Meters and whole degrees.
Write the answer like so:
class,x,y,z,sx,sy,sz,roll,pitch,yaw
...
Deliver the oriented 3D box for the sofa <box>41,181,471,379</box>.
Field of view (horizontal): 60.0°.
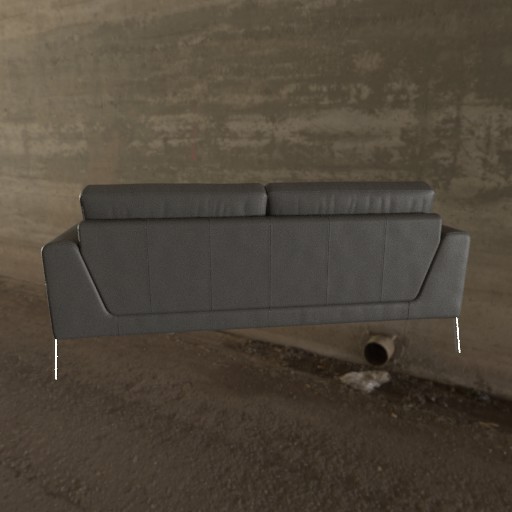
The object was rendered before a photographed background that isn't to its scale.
class,x,y,z,sx,sy,sz,roll,pitch,yaw
sofa,0.000,0.000,2.514,2.017,0.875,0.953,-2,14,-8
